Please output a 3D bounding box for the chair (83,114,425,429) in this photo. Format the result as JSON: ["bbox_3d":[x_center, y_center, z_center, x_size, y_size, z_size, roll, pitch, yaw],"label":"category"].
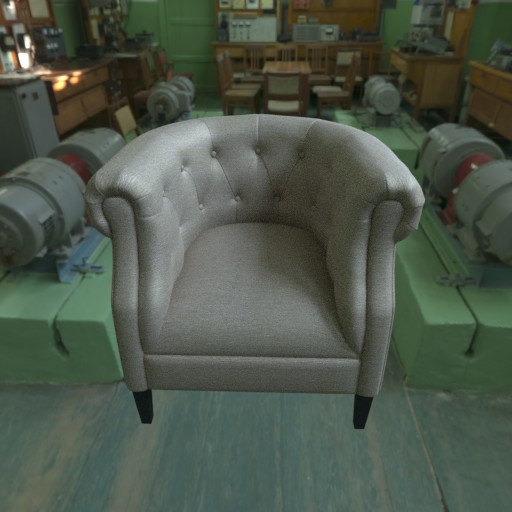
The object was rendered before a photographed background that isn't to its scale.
[{"bbox_3d":[0.000,0.000,1.563,0.905,0.827,0.852,1,30,1],"label":"chair"}]
